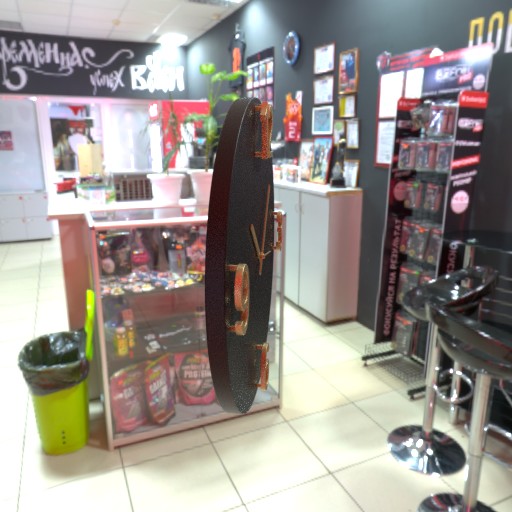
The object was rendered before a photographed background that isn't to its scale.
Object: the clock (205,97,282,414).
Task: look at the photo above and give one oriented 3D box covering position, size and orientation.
[{"bbox_3d":[0.000,0.000,0.673,0.038,0.454,0.454,2,15,8],"label":"clock"}]
